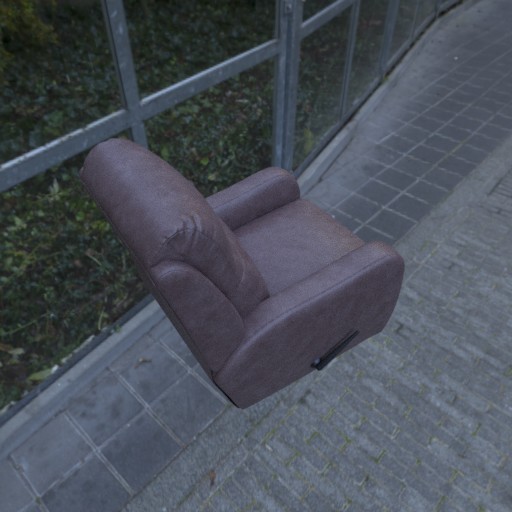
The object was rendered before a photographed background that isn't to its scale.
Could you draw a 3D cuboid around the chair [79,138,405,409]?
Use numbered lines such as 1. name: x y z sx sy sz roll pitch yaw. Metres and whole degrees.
1. chair: 0.000 0.000 1.852 1.067 1.067 0.865 -24 48 -25
